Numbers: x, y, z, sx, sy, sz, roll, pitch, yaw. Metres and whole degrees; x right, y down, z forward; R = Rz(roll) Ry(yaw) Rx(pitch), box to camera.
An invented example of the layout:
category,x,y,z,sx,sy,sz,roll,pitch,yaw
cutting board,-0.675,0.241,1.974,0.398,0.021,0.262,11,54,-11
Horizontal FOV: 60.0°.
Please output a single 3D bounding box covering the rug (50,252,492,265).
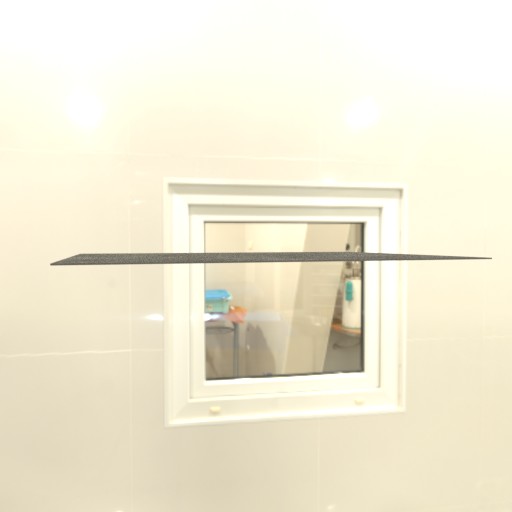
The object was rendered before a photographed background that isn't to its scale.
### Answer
category,x,y,z,sx,sy,sz,roll,pitch,yaw
rug,0.000,0.000,2.870,2.235,0.008,1.600,-1,2,-18
